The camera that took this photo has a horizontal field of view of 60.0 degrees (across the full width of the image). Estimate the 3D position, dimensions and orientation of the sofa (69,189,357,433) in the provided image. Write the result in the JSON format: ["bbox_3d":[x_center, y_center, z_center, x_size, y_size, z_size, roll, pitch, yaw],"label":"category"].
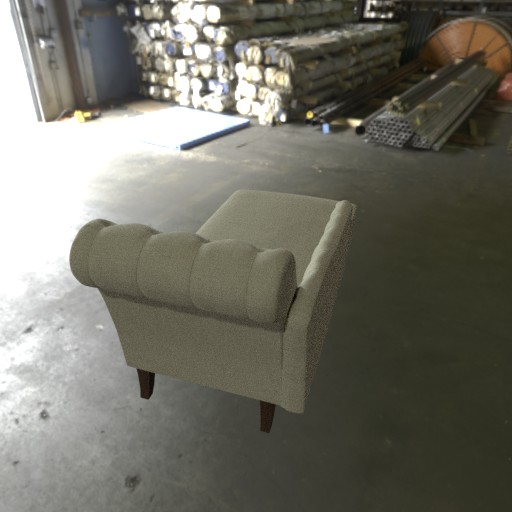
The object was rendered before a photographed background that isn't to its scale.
[{"bbox_3d":[0.000,0.000,1.825,0.675,0.787,1.379,10,32,15],"label":"sofa"}]
